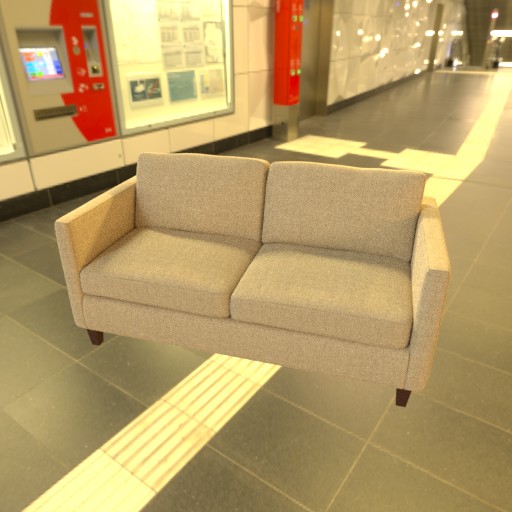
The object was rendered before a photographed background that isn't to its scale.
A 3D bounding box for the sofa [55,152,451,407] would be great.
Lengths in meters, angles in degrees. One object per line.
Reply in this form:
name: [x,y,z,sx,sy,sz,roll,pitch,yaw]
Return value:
sofa: [0.000,0.000,2.475,1.884,0.963,0.950,7,28,14]
